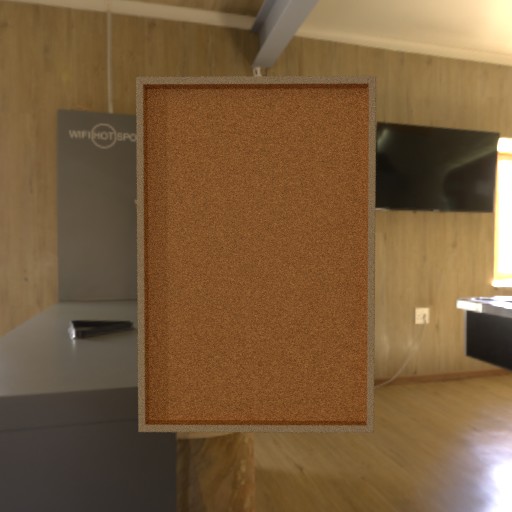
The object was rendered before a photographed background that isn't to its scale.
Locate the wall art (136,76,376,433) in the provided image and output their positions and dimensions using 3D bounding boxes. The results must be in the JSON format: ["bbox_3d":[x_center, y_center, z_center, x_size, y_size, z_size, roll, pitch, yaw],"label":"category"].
[{"bbox_3d":[0.000,0.000,1.157,0.610,0.914,0.038,0,1,1],"label":"wall art"}]
